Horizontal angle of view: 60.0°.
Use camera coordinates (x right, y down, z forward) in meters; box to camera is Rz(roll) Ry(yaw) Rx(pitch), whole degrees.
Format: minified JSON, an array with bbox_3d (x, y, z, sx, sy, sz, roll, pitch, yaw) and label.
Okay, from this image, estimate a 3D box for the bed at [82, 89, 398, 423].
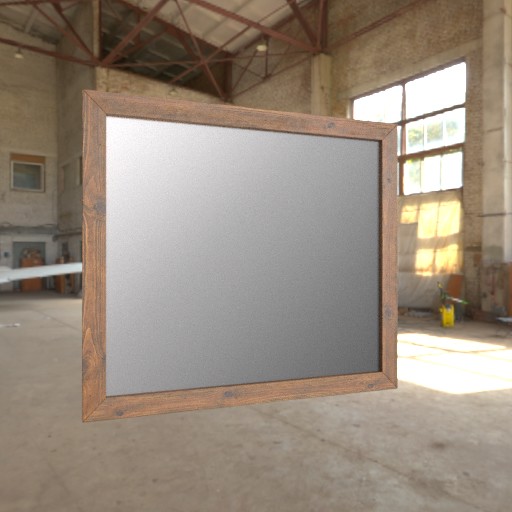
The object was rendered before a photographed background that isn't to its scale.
[{"bbox_3d":[0.000,0.000,1.435,1.046,0.942,0.046,0,0,-18],"label":"bed"}]
